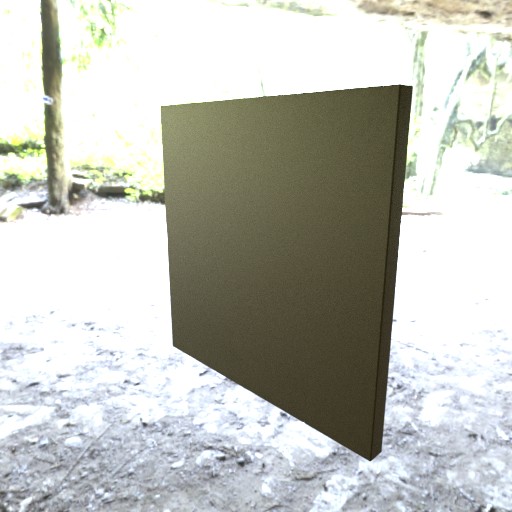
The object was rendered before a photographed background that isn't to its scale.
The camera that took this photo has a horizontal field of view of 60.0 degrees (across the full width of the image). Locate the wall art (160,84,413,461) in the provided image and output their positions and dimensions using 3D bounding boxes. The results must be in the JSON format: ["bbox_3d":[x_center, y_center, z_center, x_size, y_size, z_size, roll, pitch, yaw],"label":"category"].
[{"bbox_3d":[0.000,0.000,0.752,0.031,0.506,0.503,-14,20,-42],"label":"wall art"}]
